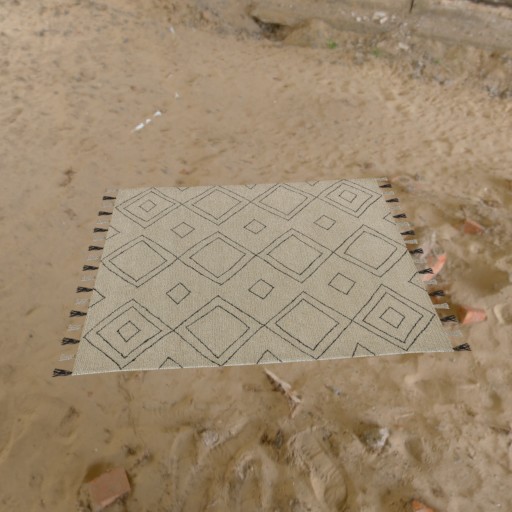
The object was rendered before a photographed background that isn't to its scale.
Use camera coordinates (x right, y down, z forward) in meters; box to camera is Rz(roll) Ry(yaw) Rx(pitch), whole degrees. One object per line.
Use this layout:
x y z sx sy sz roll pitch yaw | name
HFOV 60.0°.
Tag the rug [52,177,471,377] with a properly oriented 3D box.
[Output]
0.000 0.000 4.212 3.221 0.026 2.342 -3 45 -3 | rug
